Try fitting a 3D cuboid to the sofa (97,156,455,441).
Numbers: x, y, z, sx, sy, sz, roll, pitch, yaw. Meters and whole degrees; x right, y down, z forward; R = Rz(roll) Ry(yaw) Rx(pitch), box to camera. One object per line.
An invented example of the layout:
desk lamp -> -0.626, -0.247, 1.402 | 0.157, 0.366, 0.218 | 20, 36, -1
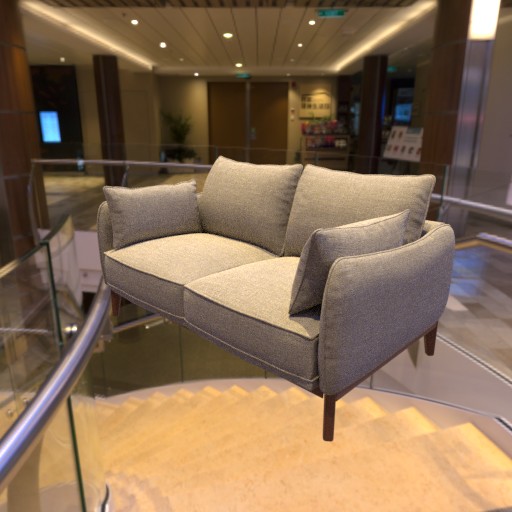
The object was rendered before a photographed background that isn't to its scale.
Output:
sofa -> 0.000, 0.000, 2.166 | 1.580, 0.851, 0.972 | 16, 23, 42
